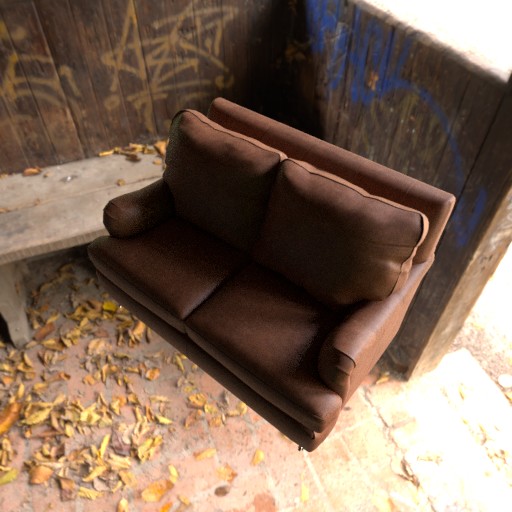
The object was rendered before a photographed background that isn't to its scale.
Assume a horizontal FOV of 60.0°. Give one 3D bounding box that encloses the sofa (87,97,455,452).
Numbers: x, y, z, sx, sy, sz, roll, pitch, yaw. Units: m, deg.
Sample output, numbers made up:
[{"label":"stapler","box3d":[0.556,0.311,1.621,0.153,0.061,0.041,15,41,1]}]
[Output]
[{"label":"sofa","box3d":[0.000,0.000,2.269,1.527,1.004,1.077,31,54,26]}]
